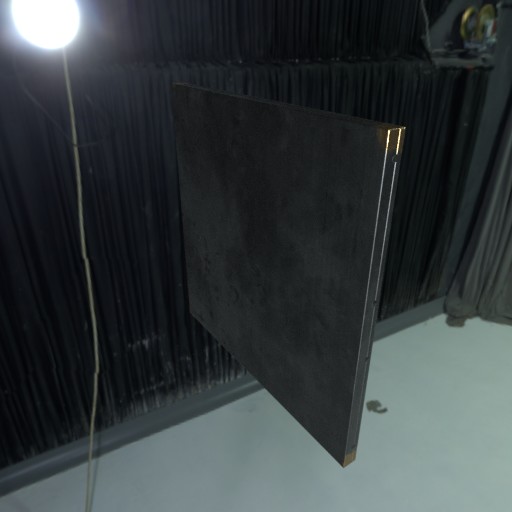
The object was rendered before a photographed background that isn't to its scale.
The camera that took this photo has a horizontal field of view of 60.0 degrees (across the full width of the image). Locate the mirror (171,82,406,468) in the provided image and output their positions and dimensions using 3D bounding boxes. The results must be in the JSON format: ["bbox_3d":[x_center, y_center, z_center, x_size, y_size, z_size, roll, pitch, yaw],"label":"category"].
[{"bbox_3d":[0.000,0.000,0.565,0.020,0.381,0.382,-18,32,-30],"label":"mirror"}]
